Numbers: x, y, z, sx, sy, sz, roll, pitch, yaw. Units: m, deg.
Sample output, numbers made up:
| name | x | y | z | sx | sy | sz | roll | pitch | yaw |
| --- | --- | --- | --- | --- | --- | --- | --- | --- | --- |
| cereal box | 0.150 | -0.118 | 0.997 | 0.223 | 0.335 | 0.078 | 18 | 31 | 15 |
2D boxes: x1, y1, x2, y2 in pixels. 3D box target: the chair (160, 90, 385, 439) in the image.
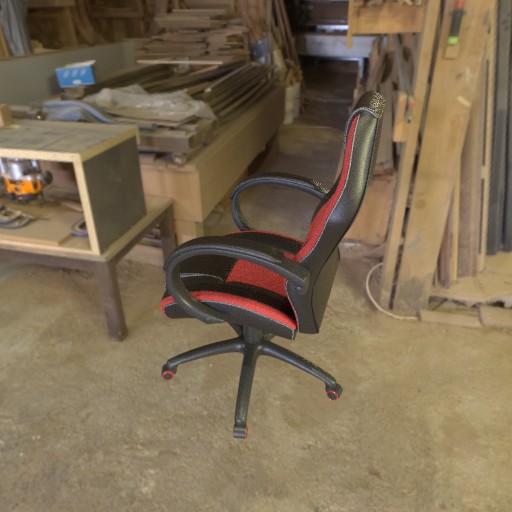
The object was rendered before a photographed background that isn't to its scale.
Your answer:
| name | x | y | z | sx | sy | sz | roll | pitch | yaw |
| --- | --- | --- | --- | --- | --- | --- | --- | --- | --- |
| chair | 0.000 | 0.000 | 1.680 | 0.783 | 1.189 | 0.750 | 9 | 31 | 15 |
